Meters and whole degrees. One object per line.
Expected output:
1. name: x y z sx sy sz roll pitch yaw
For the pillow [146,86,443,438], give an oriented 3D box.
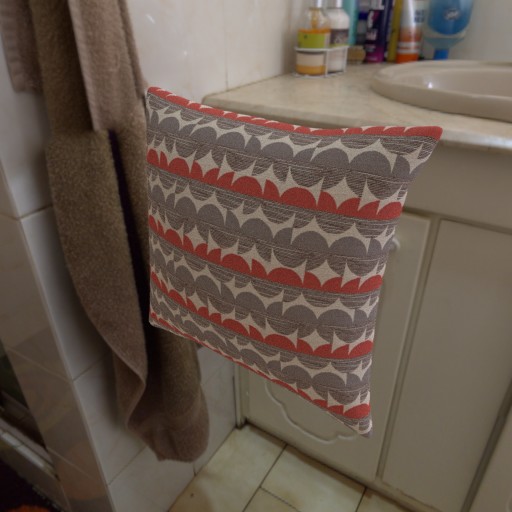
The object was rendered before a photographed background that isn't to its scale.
1. pillow: 0.000 0.000 0.625 0.420 0.410 0.180 19 36 29
